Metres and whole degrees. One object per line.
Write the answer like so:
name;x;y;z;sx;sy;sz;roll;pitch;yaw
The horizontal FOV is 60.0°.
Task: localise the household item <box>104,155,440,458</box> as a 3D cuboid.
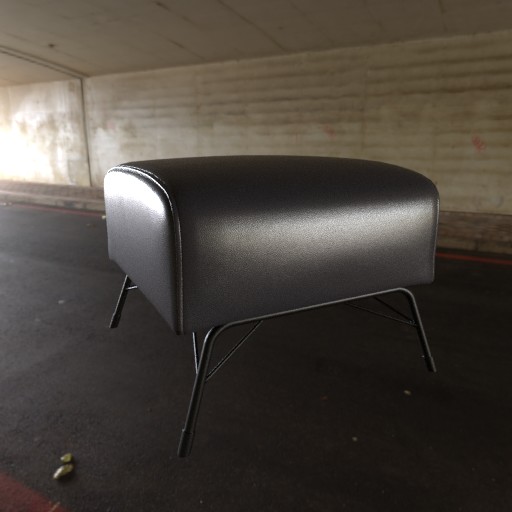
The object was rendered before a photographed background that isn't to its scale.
household item;0.000;0.000;0.924;0.530;0.410;0.530;-8;16;-27
